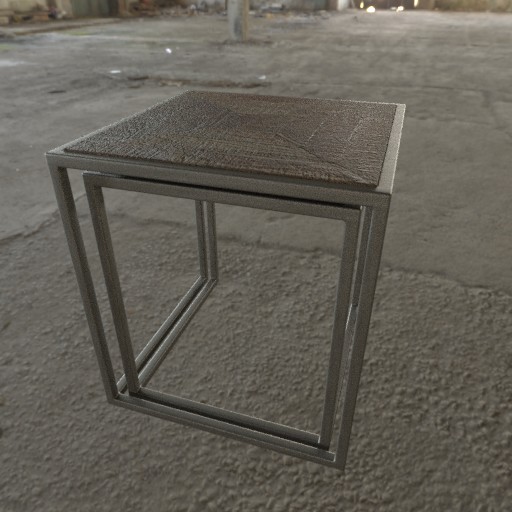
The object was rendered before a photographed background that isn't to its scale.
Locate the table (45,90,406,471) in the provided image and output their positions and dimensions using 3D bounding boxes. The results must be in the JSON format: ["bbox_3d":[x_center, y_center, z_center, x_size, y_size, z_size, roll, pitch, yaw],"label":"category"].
[{"bbox_3d":[0.000,0.000,0.842,0.450,0.500,0.449,10,33,15],"label":"table"}]
